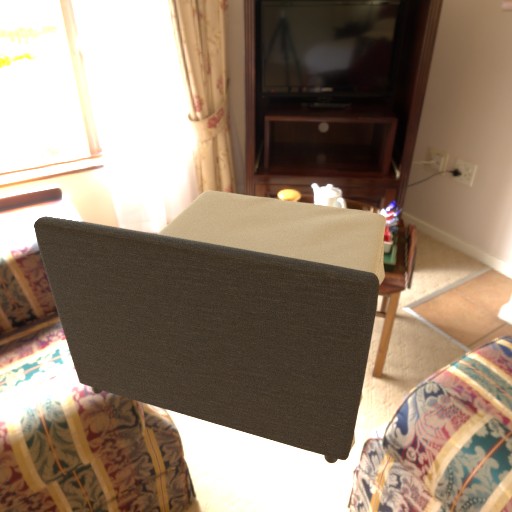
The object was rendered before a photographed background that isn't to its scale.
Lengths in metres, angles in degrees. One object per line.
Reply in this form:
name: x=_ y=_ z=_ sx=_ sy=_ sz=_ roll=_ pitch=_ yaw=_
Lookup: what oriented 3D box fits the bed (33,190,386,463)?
bed: x=0.000 y=0.000 z=3.292 sx=1.884 sy=1.330 sz=2.142 roll=10 pitch=33 yaw=16
